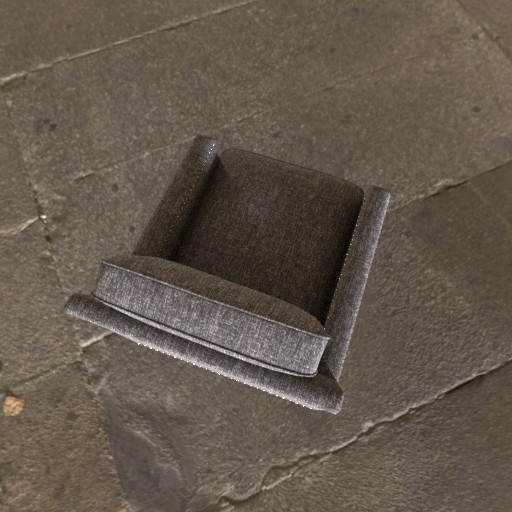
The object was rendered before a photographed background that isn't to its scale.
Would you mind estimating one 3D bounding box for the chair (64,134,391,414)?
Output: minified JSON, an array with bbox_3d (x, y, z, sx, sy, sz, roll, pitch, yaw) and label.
[{"bbox_3d":[0.000,0.000,1.737,0.853,0.943,1.014,18,66,8],"label":"chair"}]
